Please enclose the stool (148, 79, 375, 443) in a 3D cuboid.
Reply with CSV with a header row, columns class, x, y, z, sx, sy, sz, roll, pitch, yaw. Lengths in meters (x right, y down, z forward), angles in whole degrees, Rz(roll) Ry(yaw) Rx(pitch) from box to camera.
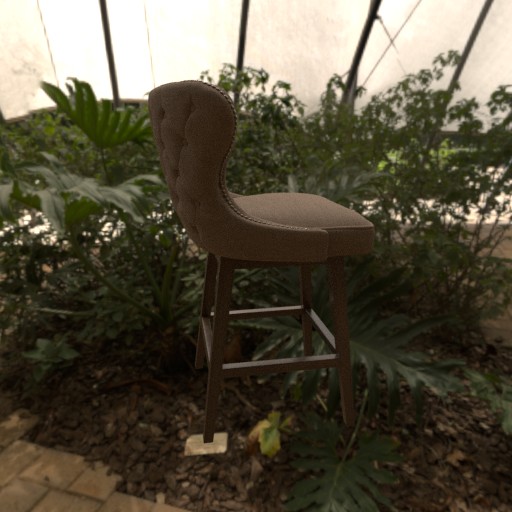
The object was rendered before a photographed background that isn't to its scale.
class,x,y,z,sx,sy,sz,roll,pitch,yaw
stool,0.000,0.000,1.379,0.597,0.972,0.615,-3,16,-10
